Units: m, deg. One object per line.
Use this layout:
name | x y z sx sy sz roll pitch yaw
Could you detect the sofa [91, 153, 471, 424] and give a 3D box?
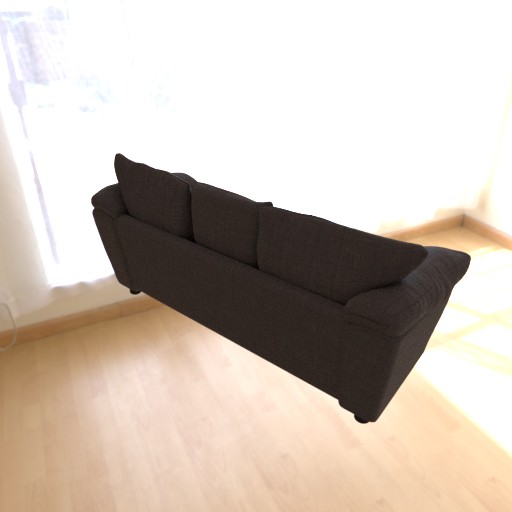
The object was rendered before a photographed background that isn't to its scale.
sofa | 0.000 0.000 2.842 2.336 1.080 0.883 22 36 33
